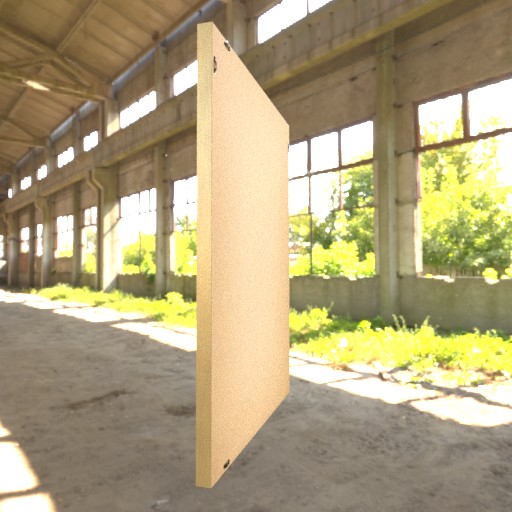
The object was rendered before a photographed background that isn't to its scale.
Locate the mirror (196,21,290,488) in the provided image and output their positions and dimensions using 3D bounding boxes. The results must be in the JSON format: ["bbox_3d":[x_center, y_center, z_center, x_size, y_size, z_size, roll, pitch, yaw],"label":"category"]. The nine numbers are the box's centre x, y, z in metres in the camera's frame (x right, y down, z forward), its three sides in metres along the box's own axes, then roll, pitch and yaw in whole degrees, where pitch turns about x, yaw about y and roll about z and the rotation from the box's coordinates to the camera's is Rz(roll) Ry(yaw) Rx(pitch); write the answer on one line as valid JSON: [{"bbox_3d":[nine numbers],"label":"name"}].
[{"bbox_3d":[0.000,0.000,1.332,0.041,1.016,0.762,0,-1,17],"label":"mirror"}]
